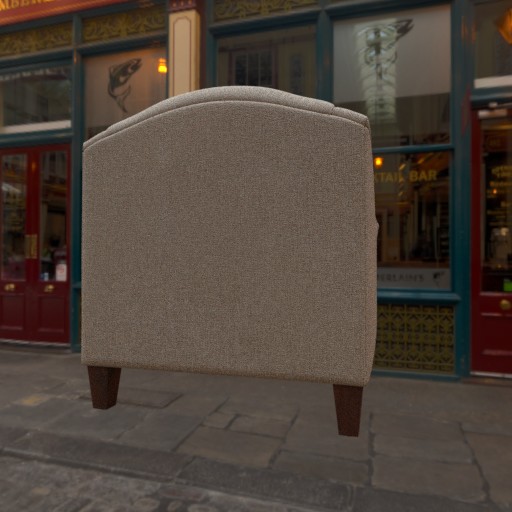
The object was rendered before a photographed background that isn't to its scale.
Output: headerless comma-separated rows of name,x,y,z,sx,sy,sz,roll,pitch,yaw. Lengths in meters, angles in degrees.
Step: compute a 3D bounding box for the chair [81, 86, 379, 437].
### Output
chair,0.000,0.000,1.446,0.763,0.839,0.787,0,-1,17
